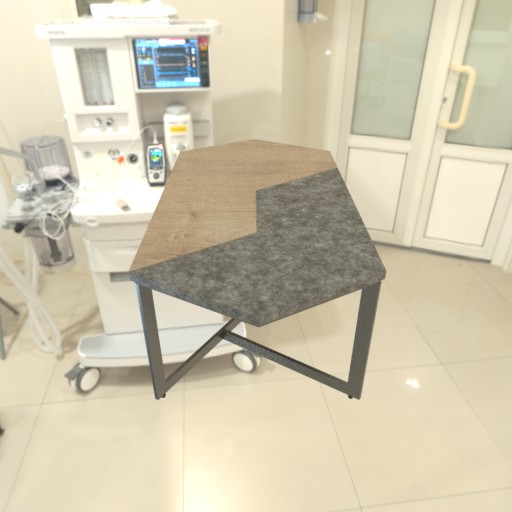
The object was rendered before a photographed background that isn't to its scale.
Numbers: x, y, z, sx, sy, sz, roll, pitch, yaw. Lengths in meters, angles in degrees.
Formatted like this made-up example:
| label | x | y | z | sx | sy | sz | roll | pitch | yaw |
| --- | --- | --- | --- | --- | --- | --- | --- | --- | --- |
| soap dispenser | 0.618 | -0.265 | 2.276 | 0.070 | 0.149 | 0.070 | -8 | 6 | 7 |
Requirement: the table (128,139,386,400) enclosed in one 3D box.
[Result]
| label | x | y | z | sx | sy | sz | roll | pitch | yaw |
| --- | --- | --- | --- | --- | --- | --- | --- | --- | --- |
| table | 0.000 | 0.000 | 1.541 | 0.609 | 0.457 | 1.219 | 0 | 31 | 0 |
